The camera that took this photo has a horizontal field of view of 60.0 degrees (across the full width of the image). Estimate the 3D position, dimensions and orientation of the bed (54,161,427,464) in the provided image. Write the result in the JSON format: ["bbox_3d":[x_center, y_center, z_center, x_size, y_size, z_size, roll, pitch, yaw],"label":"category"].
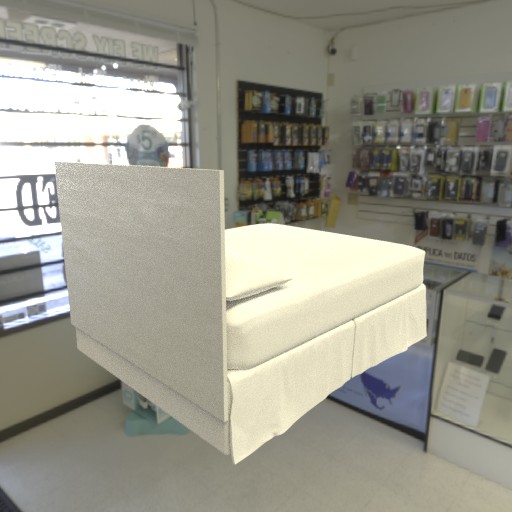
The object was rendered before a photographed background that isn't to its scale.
[{"bbox_3d":[0.000,0.000,3.164,1.745,1.335,2.094,13,19,43],"label":"bed"}]
